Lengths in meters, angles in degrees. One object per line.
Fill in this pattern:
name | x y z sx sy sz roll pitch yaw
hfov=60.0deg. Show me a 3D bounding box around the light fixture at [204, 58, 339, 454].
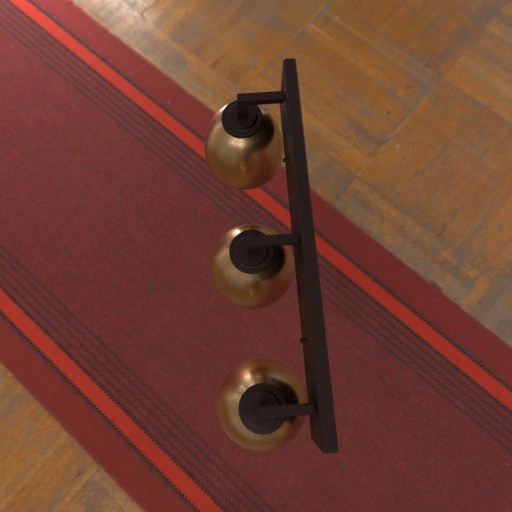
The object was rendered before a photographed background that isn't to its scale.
light fixture | 0.000 0.000 0.684 0.157 0.204 0.582 -4 76 -1
